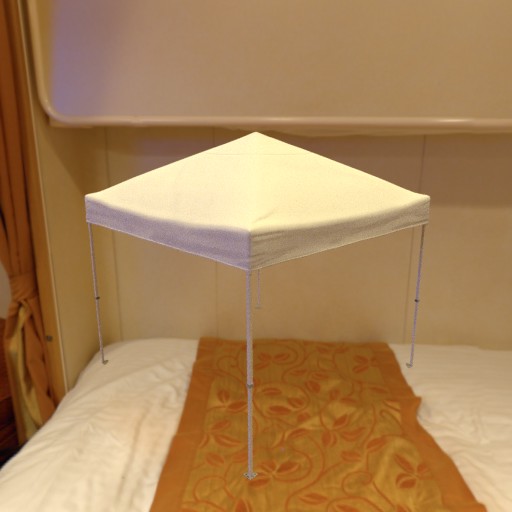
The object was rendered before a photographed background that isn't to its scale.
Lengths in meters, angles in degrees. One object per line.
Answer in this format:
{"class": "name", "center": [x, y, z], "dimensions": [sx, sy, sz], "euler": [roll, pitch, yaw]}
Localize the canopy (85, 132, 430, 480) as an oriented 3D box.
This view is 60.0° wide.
{"class": "canopy", "center": [0.000, 0.000, 5.563], "dimensions": [2.998, 2.997, 2.996], "euler": [-14, 20, -42]}
